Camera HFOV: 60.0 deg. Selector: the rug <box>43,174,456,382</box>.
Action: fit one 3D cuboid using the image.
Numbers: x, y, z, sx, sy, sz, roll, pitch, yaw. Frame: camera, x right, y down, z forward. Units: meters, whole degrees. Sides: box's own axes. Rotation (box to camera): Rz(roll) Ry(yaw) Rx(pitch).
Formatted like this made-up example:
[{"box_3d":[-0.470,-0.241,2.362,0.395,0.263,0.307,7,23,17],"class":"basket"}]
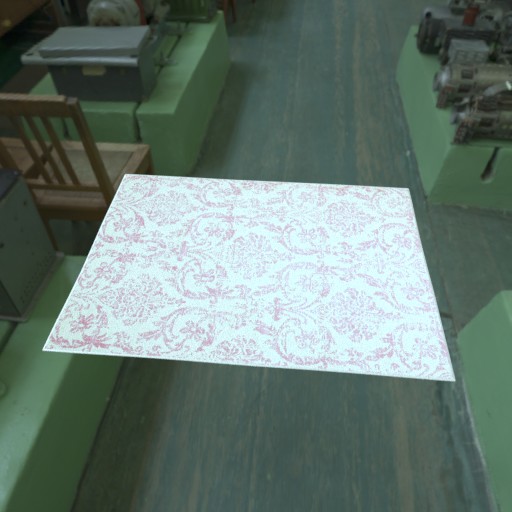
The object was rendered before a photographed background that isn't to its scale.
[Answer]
[{"box_3d":[0.000,0.000,2.893,2.202,0.014,1.598,3,47,3],"class":"rug"}]
